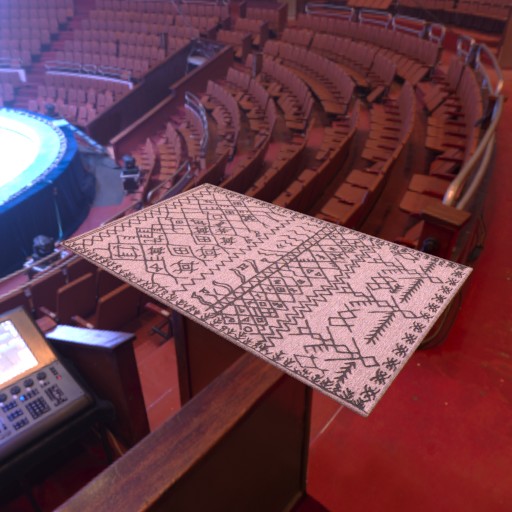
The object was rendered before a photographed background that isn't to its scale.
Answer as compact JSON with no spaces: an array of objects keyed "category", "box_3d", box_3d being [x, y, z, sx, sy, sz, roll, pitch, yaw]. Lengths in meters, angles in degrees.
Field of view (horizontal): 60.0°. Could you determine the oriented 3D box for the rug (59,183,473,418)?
[{"category":"rug","box_3d":[0.000,0.000,3.065,2.444,0.012,1.526,22,37,33]}]
